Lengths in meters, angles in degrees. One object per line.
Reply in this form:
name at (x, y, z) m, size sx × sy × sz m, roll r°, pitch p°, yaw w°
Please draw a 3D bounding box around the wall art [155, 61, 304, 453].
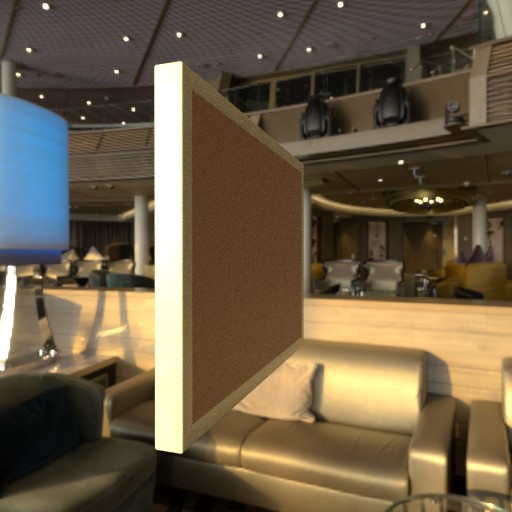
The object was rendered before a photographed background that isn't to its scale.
wall art at (0.000, 0.000, 0.687) m, size 0.032 × 0.381 × 0.533 m, roll 0°, pitch 0°, yaw 19°
